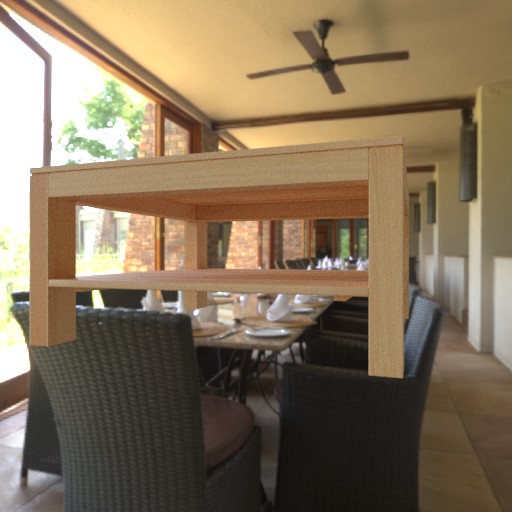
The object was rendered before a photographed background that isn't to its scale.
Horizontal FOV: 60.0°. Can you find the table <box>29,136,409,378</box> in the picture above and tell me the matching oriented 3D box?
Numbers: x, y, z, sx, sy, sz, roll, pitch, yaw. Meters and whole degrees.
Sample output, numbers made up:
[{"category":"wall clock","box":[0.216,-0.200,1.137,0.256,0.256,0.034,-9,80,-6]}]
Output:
[{"category":"table","box":[0.000,0.000,1.395,0.900,0.450,0.900,0,0,20]}]
